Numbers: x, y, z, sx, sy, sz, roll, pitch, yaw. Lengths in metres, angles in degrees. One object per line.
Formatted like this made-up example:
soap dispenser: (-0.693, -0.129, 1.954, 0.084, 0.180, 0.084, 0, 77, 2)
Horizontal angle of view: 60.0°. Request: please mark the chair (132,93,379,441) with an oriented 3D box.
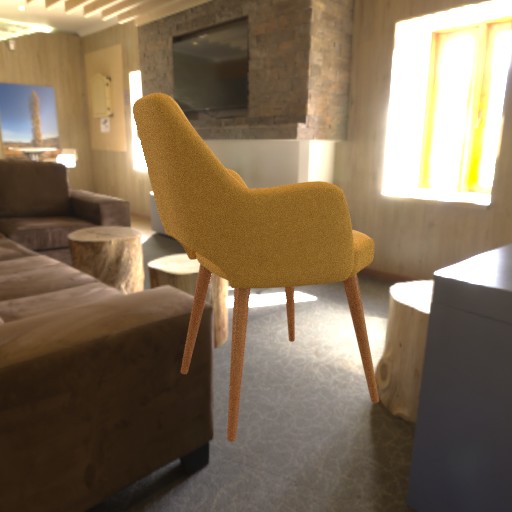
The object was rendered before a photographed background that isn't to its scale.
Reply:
chair: (0.000, 0.000, 1.262, 0.610, 0.840, 0.590, -7, 16, -26)
